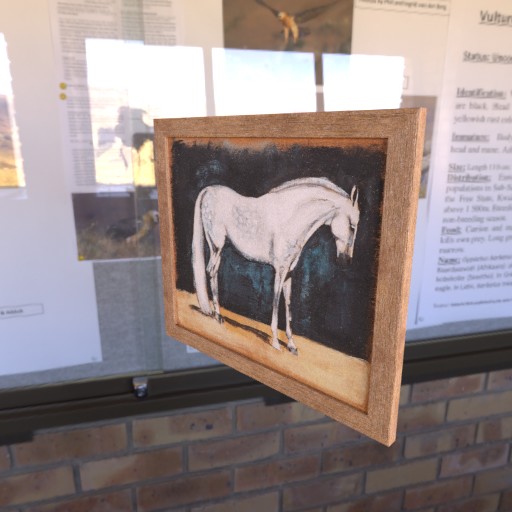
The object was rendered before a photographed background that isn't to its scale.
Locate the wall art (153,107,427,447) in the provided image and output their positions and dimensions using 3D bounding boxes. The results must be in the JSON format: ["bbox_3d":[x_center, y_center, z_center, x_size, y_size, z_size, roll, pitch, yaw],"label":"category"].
[{"bbox_3d":[0.000,0.000,0.968,0.690,0.588,0.026,14,21,42],"label":"wall art"}]
